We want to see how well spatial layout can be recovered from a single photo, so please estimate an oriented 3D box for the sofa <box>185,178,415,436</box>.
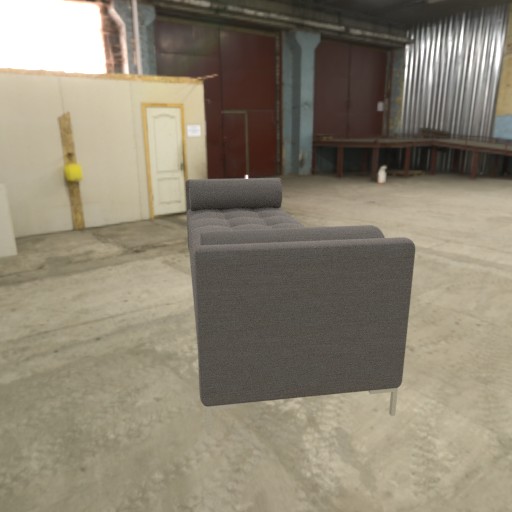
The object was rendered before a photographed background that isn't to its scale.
[{"bbox_3d":[0.000,0.000,2.333,0.686,0.635,1.981,-3,16,-9],"label":"sofa"}]
